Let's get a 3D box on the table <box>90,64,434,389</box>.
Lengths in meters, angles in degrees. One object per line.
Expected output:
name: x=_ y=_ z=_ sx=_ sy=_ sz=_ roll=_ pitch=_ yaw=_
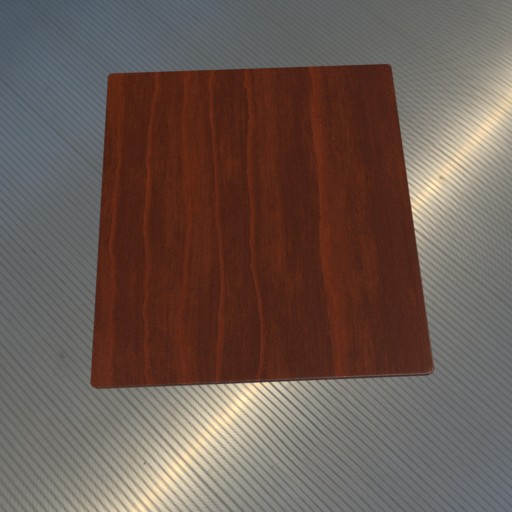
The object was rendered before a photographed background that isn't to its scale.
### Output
table: x=0.000 y=0.000 z=0.981 sx=0.500 sy=0.567 sz=0.533 roll=-2 pitch=75 yaw=-1
